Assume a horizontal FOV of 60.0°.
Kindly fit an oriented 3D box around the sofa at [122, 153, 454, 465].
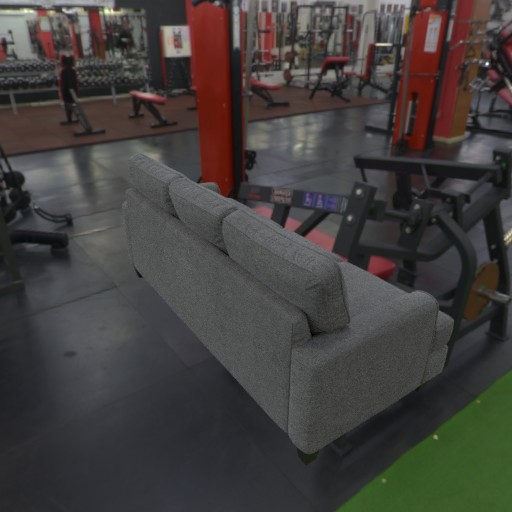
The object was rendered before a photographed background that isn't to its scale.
[{"bbox_3d":[0.000,0.000,2.702,0.951,0.965,2.158,-17,32,-30],"label":"sofa"}]
